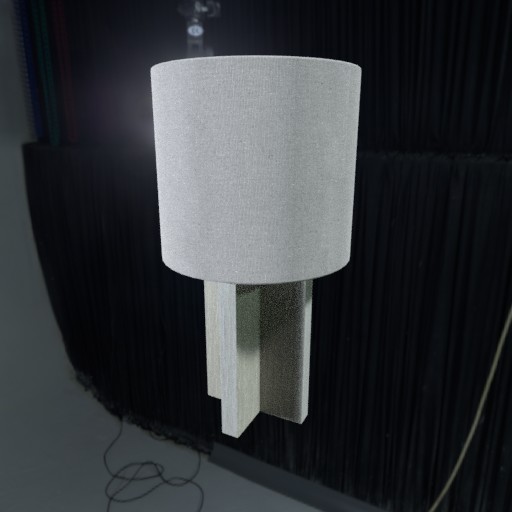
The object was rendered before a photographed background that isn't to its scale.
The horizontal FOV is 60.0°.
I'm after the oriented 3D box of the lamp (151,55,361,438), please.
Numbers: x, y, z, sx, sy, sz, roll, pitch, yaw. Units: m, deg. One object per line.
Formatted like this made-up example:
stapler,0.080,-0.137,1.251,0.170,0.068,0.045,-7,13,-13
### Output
lamp,0.000,0.000,0.552,0.229,0.428,0.229,8,18,26
